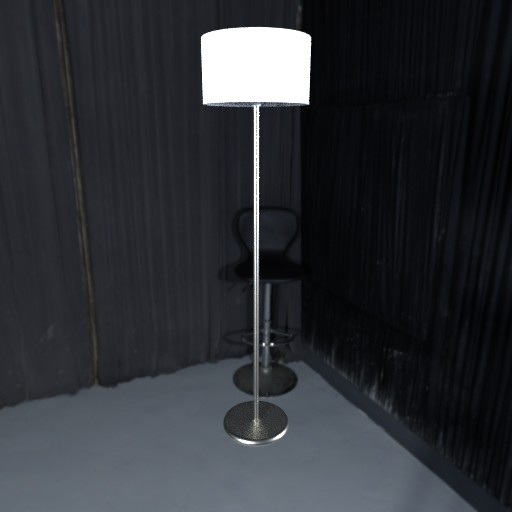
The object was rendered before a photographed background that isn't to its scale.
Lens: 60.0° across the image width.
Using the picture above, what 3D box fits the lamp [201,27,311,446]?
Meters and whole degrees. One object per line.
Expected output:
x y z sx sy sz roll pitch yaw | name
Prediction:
0.000 0.000 1.617 0.347 1.443 0.347 -8 18 -25 | lamp
